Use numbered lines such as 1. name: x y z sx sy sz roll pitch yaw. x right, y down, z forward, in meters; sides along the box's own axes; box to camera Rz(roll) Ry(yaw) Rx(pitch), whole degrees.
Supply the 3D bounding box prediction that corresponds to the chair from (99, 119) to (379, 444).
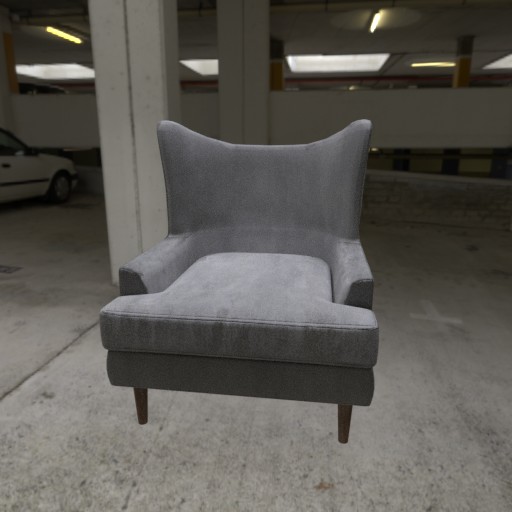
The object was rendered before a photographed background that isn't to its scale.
1. chair: 0.000 0.000 1.598 0.784 0.950 0.906 2 15 8
